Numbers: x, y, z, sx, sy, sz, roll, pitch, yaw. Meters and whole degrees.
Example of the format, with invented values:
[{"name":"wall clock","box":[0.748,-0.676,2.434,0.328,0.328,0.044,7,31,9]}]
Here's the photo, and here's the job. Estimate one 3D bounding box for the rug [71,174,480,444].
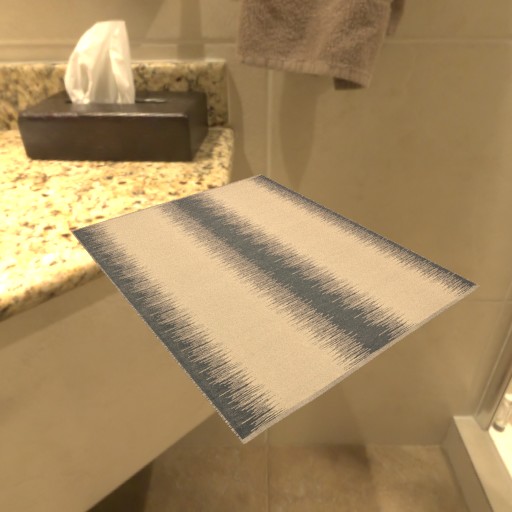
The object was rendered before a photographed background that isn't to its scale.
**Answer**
[{"name":"rug","box":[0.000,0.000,4.113,2.453,0.004,3.037,-22,39,-30]}]
